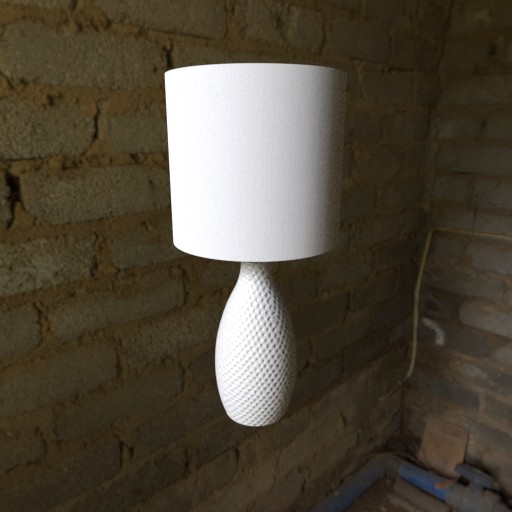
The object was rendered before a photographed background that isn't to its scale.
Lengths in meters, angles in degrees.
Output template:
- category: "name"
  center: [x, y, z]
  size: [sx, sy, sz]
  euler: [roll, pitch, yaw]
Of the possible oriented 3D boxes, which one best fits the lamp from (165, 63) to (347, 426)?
- category: "lamp"
  center: [0.000, 0.000, 0.594]
  size: [0.214, 0.466, 0.214]
  euler: [2, 16, 8]
